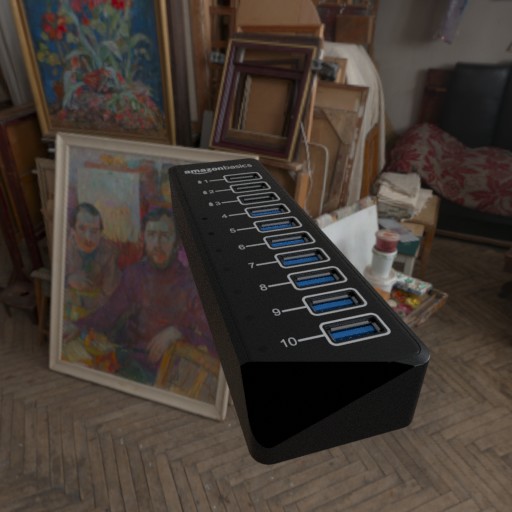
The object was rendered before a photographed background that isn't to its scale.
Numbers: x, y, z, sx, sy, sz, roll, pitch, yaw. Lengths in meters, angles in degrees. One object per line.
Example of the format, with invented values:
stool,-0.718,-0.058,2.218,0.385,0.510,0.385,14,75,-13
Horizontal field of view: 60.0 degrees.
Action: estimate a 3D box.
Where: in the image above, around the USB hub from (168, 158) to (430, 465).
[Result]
USB hub,0.000,0.000,0.161,0.044,0.023,0.145,-9,33,-14
